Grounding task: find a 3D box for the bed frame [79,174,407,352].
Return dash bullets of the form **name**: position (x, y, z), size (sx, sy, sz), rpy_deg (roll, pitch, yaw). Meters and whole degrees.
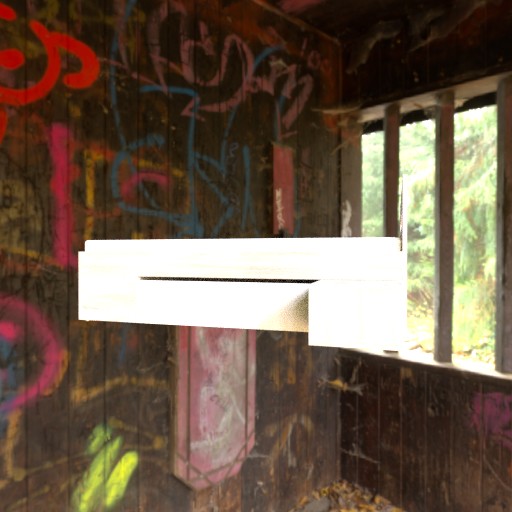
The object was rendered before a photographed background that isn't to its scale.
- **bed frame**: position (0.000, 0.000, 3.224), size (2.050, 0.860, 2.040), rpy_deg (0, 0, 18)
